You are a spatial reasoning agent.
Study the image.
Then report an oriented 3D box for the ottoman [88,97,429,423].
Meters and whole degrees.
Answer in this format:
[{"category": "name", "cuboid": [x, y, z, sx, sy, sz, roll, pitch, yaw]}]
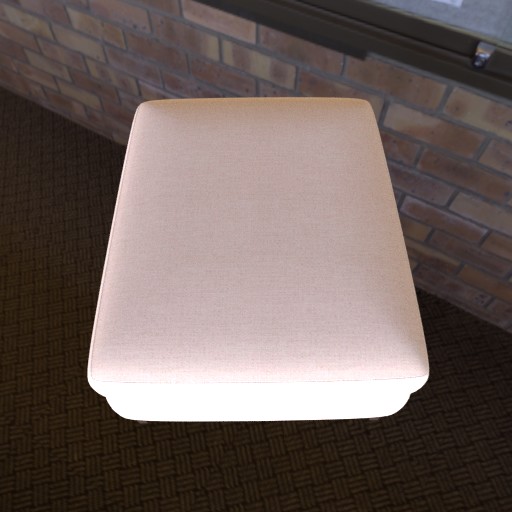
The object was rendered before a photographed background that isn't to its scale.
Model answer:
[{"category": "ottoman", "cuboid": [0.000, 0.000, 1.156, 0.657, 0.453, 0.794, -1, 59, 0]}]
